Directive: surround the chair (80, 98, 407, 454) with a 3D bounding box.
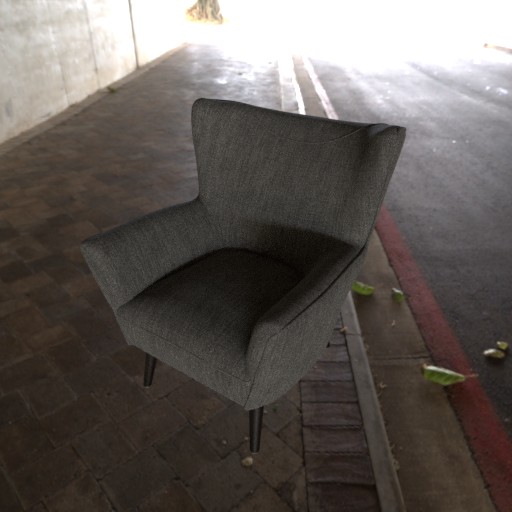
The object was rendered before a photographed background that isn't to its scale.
[{"bbox_3d":[0.000,0.000,1.562,0.781,0.933,0.888,19,36,29],"label":"chair"}]
